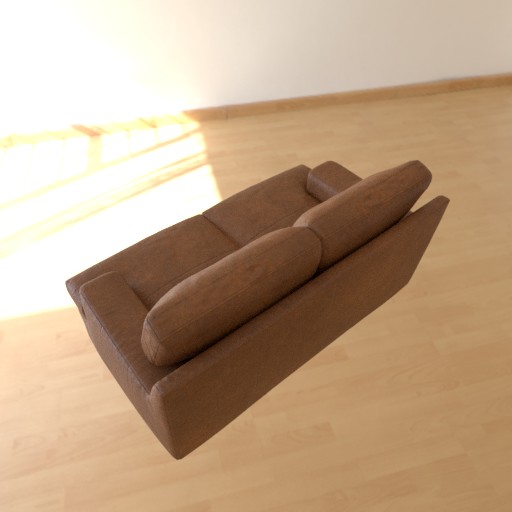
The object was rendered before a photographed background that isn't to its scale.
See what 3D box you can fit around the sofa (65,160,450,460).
[{"bbox_3d":[0.000,0.000,2.485,1.880,0.966,1.144,-30,52,-27],"label":"sofa"}]
